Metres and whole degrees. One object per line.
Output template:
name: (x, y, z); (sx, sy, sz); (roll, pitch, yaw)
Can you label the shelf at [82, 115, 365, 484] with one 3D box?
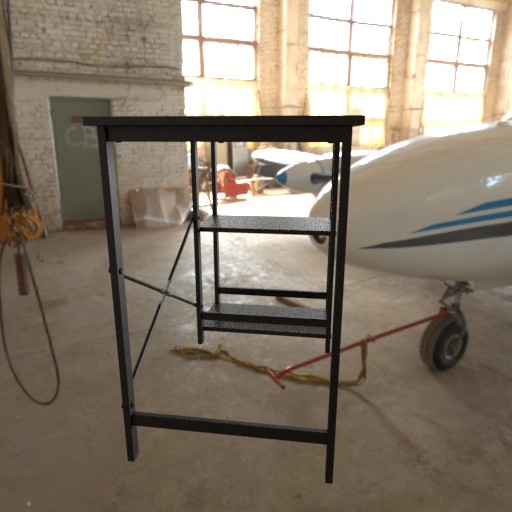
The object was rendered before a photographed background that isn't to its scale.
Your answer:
shelf: (0.000, 0.000, 1.291); (0.498, 0.749, 0.902); (2, 16, 8)
